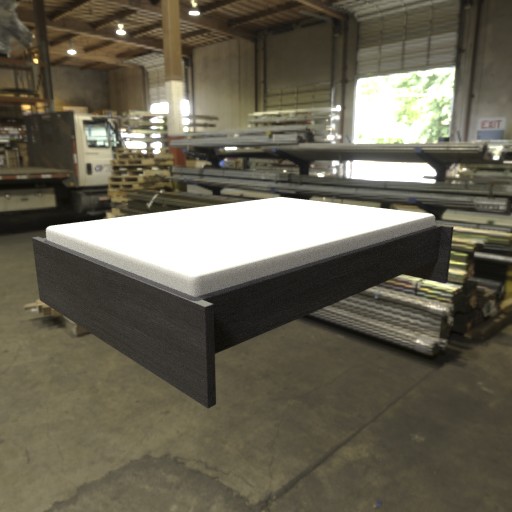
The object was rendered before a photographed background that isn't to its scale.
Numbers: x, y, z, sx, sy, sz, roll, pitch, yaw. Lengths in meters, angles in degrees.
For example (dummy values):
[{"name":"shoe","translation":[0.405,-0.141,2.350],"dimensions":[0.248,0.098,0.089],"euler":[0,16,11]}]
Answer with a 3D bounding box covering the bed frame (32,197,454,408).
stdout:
[{"name":"bed frame","translation":[0.000,0.000,2.600],"dimensions":[1.490,0.432,1.950],"euler":[14,20,43]}]
